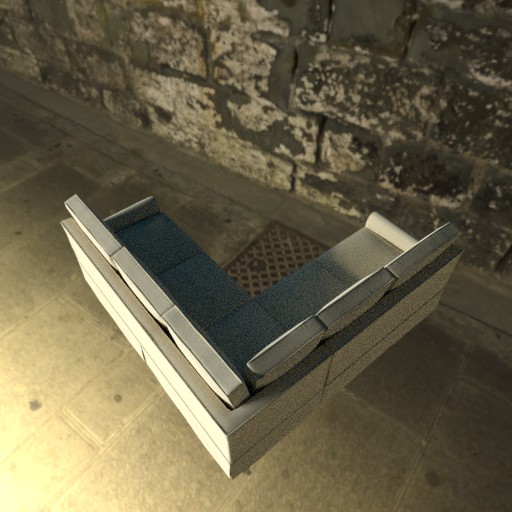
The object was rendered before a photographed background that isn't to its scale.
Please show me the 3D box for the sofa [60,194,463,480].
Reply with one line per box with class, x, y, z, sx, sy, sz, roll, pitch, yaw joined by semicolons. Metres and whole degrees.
sofa;0.000;0.000;4.158;2.591;1.070;2.597;-31;54;-26
